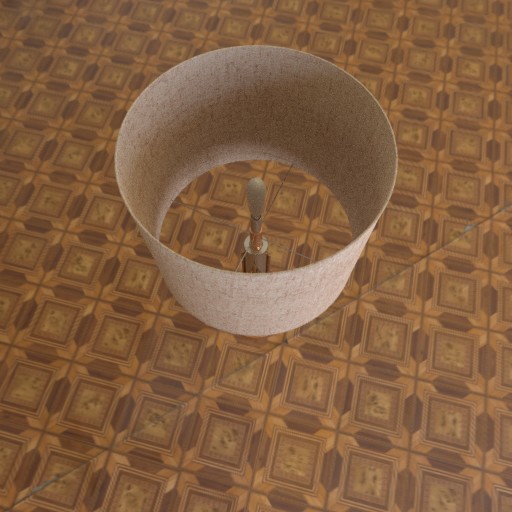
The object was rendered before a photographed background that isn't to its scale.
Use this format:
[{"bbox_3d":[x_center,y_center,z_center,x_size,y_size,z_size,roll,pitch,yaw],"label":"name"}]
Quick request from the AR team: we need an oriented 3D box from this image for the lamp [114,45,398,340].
[{"bbox_3d":[0.000,0.000,0.783,0.321,0.610,0.321,-17,67,-7],"label":"lamp"}]
